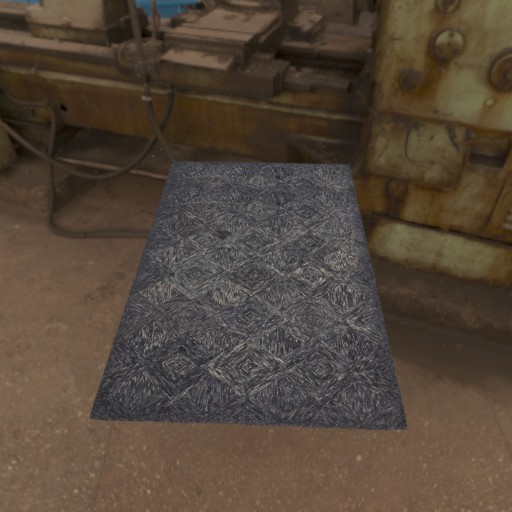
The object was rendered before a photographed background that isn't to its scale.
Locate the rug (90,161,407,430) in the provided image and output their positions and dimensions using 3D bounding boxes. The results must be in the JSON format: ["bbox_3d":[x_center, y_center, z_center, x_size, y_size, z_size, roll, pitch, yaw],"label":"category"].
[{"bbox_3d":[0.000,0.000,2.210,1.139,0.010,1.754,1,43,1],"label":"rug"}]
